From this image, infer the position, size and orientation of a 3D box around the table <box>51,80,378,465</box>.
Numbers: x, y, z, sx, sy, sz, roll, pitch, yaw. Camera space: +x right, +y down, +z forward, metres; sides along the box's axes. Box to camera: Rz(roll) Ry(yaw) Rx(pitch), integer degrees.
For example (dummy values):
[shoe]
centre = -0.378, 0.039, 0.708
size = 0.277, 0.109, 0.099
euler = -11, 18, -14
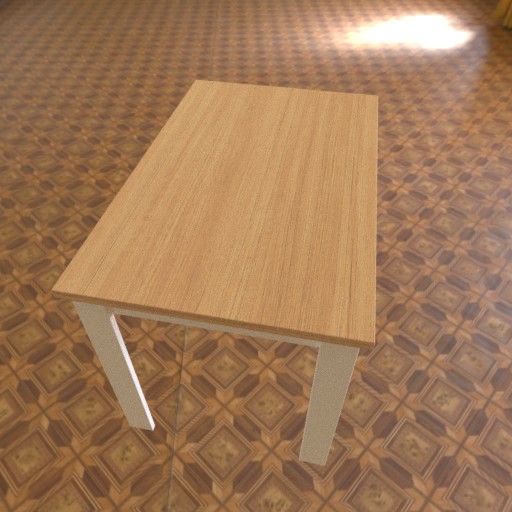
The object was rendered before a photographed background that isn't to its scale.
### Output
[table]
centre = 0.000, 0.000, 1.565
size = 0.700, 0.734, 1.100
euler = 8, 46, 8
